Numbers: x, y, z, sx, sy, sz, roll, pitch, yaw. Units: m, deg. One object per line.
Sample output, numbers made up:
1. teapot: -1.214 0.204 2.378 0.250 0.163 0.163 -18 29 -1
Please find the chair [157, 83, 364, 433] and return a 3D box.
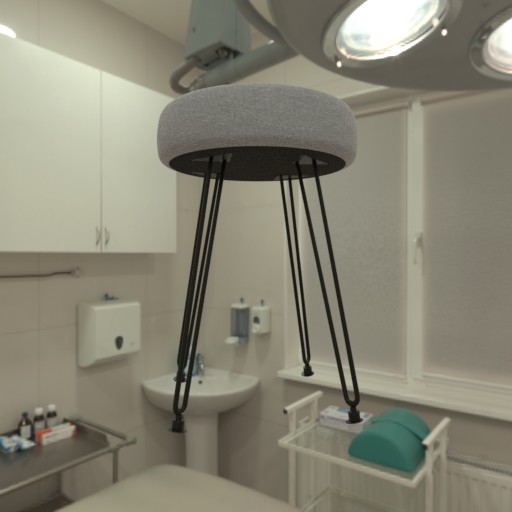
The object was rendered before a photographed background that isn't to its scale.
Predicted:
1. chair: 0.000 0.000 0.682 0.350 0.440 0.350 0 0 36
